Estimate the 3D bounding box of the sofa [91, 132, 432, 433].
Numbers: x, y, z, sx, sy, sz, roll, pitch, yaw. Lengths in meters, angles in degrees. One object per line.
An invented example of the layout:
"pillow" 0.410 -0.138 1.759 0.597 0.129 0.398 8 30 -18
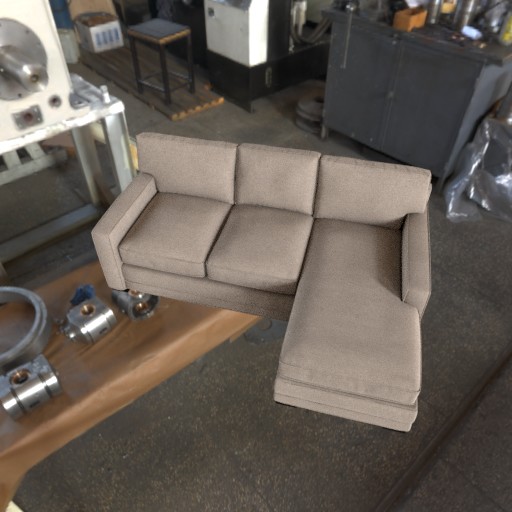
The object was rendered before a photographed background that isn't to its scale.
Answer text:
"sofa" 0.000 0.000 2.825 2.087 0.861 1.496 10 44 11
